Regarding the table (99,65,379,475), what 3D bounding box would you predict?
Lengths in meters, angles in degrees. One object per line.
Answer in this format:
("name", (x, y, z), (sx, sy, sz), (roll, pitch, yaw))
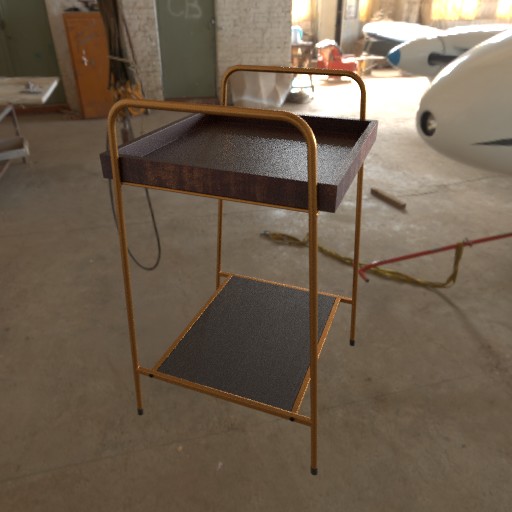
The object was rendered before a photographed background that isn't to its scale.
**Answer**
("table", (0.000, 0.000, 0.960), (0.430, 0.710, 0.430), (11, 32, 18))
